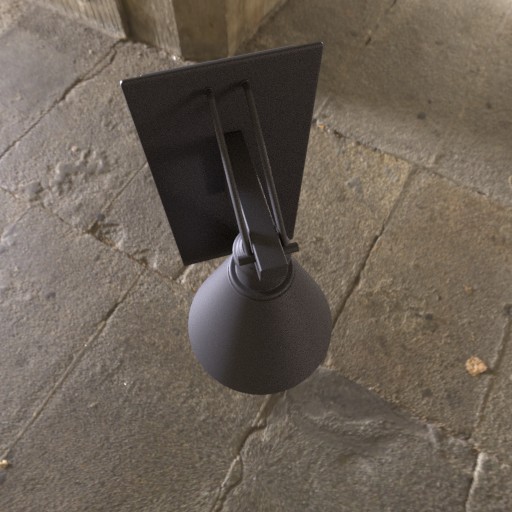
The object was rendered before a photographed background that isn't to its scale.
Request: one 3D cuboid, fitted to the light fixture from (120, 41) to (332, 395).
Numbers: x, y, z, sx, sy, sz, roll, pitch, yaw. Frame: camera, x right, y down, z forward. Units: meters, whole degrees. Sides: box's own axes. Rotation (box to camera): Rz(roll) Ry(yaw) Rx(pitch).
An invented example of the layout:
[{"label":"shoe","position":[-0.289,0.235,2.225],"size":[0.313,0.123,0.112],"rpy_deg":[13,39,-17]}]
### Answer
[{"label":"light fixture","position":[0.000,0.000,0.409],"size":[0.170,0.298,0.207],"rpy_deg":[-14,65,-7]}]
